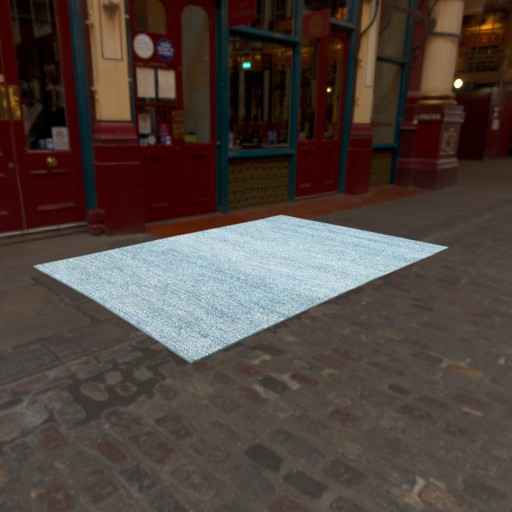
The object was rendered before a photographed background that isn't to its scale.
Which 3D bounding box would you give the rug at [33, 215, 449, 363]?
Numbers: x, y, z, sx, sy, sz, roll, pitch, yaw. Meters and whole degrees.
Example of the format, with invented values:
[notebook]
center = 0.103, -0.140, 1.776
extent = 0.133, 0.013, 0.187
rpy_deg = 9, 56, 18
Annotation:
[rug]
center = 0.000, 0.000, 2.929
extent = 2.260, 0.026, 1.611
rpy_deg = -16, 23, -42
